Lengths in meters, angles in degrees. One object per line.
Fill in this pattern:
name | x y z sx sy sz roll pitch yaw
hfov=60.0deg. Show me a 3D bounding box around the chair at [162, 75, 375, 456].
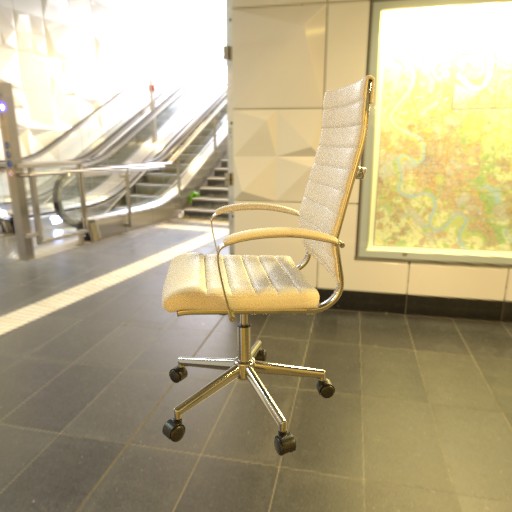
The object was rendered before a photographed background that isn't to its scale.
chair | 0.000 0.000 1.565 0.679 1.149 0.679 -2 15 -7
